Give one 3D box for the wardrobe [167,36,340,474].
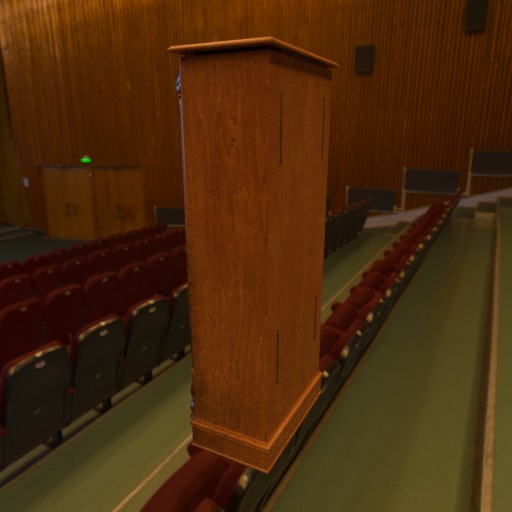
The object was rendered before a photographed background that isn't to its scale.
[{"bbox_3d":[0.000,0.000,1.156,0.273,0.959,0.406,8,18,26],"label":"wardrobe"}]
